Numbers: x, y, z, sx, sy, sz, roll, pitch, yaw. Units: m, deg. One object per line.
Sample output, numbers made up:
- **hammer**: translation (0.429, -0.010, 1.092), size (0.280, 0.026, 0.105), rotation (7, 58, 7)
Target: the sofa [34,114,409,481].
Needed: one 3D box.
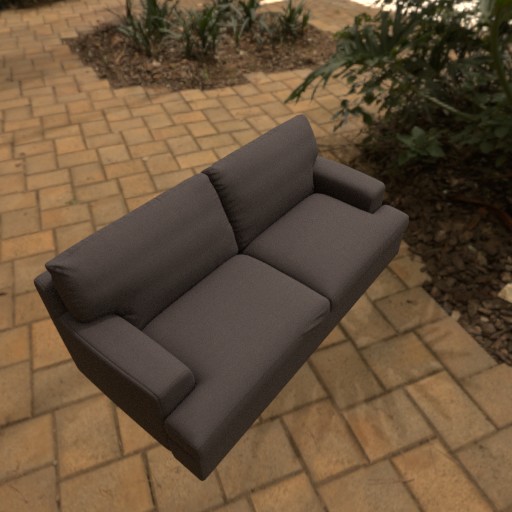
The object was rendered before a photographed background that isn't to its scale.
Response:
- **sofa**: translation (0.000, 0.000, 2.788), size (1.140, 0.950, 2.271), rotation (28, 49, 28)
